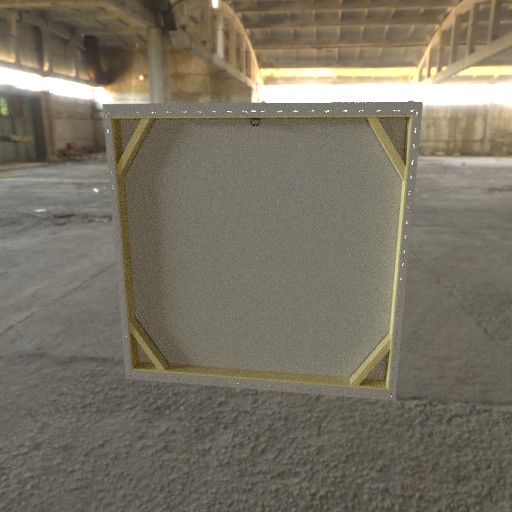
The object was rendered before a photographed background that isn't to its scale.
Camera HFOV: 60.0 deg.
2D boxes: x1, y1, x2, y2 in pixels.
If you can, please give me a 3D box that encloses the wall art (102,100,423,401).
[{"bbox_3d":[0.000,0.000,0.933,0.610,0.610,0.038,2,15,8],"label":"wall art"}]
